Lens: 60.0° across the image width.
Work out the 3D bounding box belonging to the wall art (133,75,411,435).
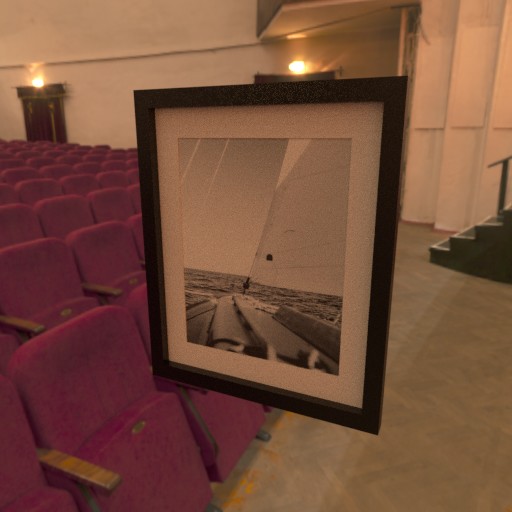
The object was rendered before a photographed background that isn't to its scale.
[{"bbox_3d":[0.000,0.000,0.771,0.461,0.558,0.031,7,17,24],"label":"wall art"}]
